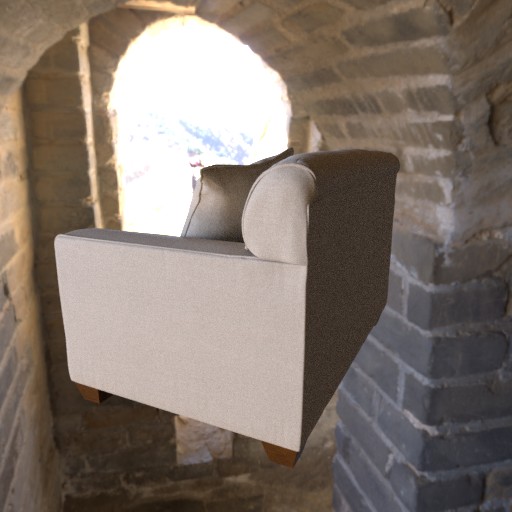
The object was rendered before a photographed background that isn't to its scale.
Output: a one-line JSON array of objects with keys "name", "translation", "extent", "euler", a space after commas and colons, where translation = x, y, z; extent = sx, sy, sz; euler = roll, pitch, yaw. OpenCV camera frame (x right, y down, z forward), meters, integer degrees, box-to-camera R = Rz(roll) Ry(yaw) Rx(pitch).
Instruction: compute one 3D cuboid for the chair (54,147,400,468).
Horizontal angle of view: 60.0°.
[{"name": "chair", "translation": [0.000, 0.000, 1.990], "extent": [1.000, 0.948, 1.383], "euler": [7, 15, 25]}]
